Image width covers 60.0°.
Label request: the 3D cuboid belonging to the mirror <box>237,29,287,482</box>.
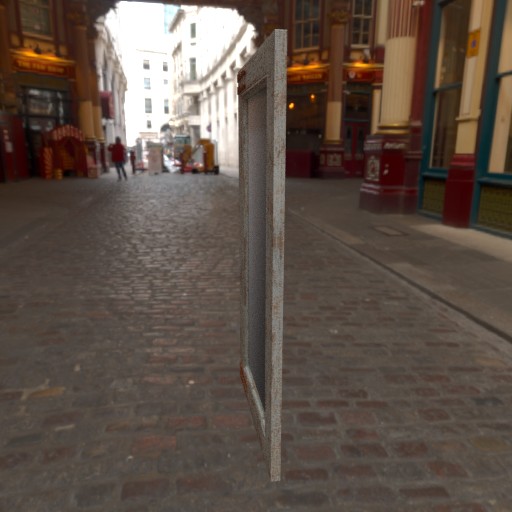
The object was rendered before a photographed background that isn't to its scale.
[{"bbox_3d":[0.000,0.000,1.103,0.027,0.922,0.472,-2,14,-10],"label":"mirror"}]
